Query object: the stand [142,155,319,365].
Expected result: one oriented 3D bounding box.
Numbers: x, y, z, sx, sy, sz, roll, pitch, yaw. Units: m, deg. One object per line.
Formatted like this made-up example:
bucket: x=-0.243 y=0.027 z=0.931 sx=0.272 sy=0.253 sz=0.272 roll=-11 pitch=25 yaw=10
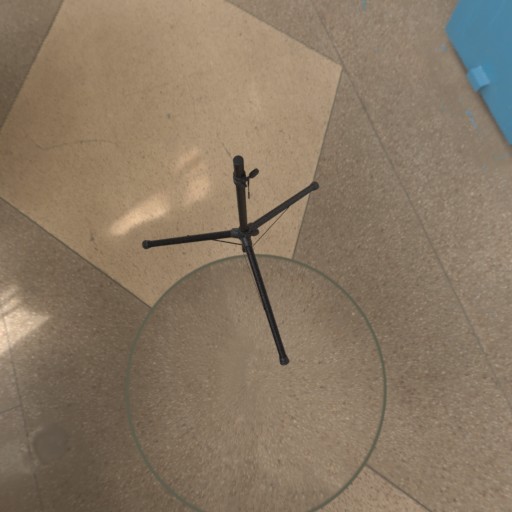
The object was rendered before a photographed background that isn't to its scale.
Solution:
stand: x=0.000 y=0.000 z=1.855 sx=1.045 sy=1.136 sz=0.907 roll=-18 pitch=75 yaw=-5
